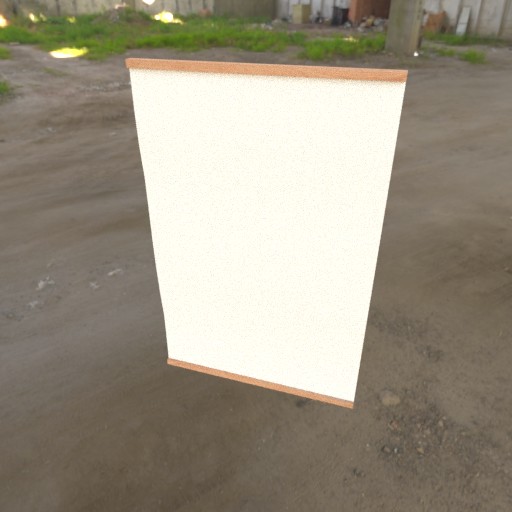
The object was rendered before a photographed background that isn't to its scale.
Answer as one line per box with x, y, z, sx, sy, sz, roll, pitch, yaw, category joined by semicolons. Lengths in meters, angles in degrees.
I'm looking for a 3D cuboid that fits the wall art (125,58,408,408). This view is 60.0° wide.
0.000;0.000;0.635;0.332;0.508;0.012;9;32;15;wall art
